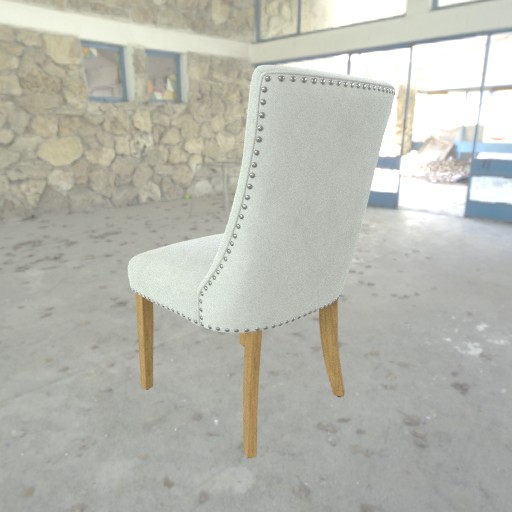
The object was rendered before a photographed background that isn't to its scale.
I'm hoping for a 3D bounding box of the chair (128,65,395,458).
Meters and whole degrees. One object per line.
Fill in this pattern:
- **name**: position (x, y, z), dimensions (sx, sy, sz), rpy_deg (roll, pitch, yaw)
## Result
- **chair**: position (0.000, 0.000, 1.238), dimensions (0.495, 0.902, 0.610), rpy_deg (-14, 21, -42)
